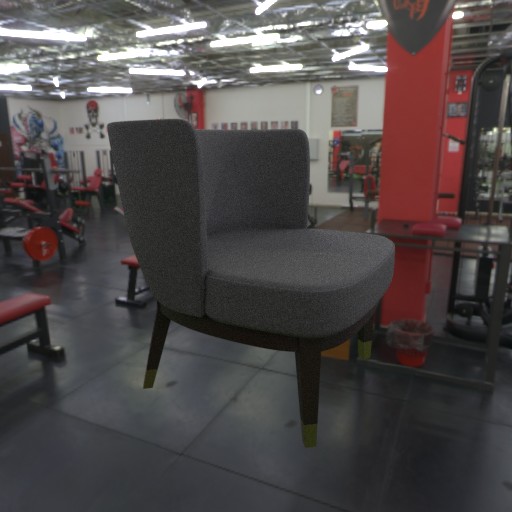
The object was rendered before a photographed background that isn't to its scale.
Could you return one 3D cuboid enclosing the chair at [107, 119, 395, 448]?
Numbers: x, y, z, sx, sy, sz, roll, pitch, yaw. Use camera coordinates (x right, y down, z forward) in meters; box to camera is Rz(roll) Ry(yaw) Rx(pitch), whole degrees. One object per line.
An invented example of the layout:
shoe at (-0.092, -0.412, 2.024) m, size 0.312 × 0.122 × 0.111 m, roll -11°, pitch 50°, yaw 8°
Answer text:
chair at (0.000, 0.000, 1.222) m, size 0.698 × 0.695 × 0.639 m, roll 7°, pitch 16°, yaw 27°
